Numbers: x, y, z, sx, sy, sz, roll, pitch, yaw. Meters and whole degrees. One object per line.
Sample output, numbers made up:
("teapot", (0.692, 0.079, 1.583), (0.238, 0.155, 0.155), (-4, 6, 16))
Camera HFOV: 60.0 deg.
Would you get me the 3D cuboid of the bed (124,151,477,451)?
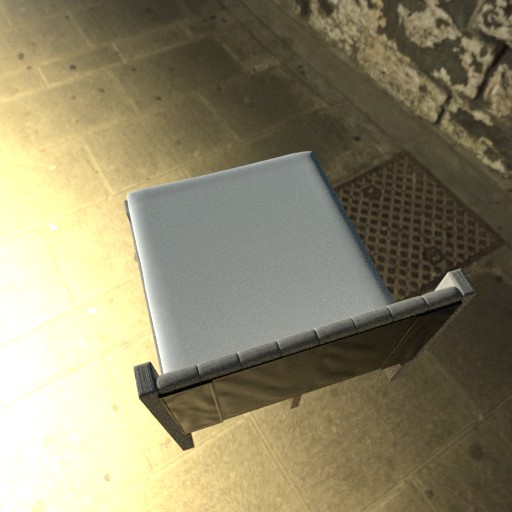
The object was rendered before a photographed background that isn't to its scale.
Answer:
("bed", (0.000, 0.000, 3.804), (2.044, 1.748, 2.372), (-15, 59, -9))
